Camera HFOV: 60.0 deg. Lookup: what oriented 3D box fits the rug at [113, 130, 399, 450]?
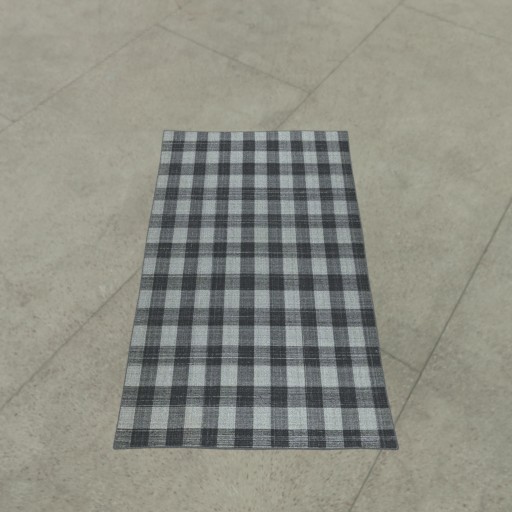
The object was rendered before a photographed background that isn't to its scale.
[{"bbox_3d":[0.000,0.000,3.054,1.554,0.011,2.476,0,58,0],"label":"rug"}]
